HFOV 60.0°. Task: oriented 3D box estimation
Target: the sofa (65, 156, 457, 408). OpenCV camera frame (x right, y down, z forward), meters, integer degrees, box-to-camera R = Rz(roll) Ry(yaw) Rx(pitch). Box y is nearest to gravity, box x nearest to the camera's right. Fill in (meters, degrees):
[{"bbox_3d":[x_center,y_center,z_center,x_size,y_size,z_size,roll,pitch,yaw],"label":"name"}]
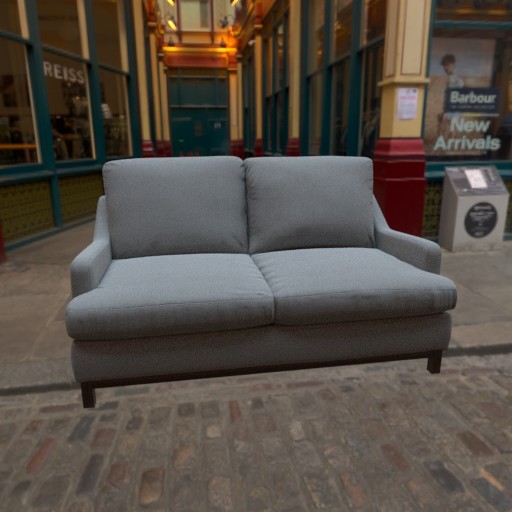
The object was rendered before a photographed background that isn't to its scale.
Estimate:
[{"bbox_3d":[0.000,0.000,2.160,1.589,0.921,0.987,-3,16,-10],"label":"sofa"}]
